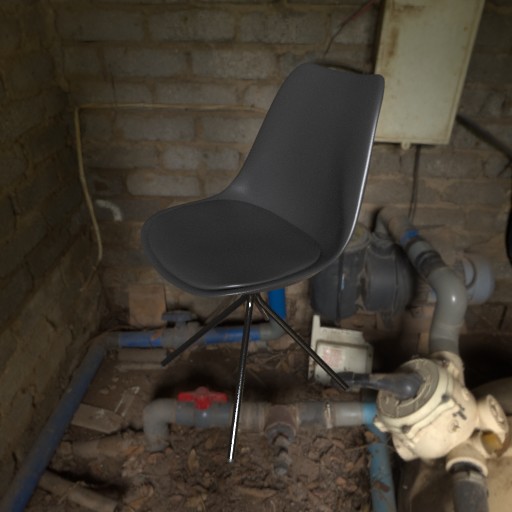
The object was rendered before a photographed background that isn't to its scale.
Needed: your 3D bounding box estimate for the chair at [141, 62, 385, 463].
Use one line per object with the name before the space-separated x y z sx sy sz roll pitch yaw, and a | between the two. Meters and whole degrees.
chair | 0.000 0.000 1.126 0.525 0.850 0.461 -20 36 -29
